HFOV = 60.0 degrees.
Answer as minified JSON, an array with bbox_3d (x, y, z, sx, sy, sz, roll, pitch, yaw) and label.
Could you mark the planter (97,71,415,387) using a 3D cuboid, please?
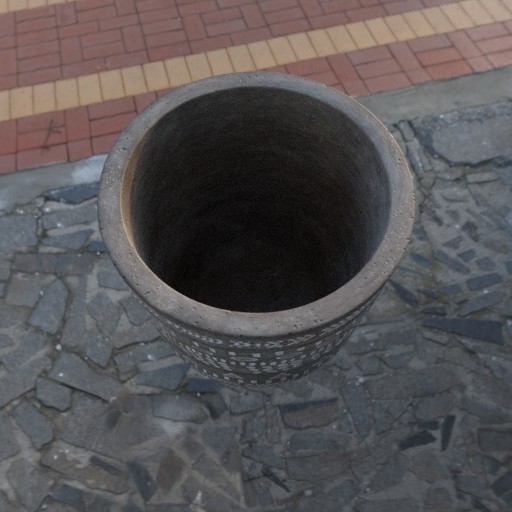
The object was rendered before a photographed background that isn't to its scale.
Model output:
[{"bbox_3d":[0.000,0.000,0.226,0.122,0.128,0.122,0,64,0],"label":"planter"}]
